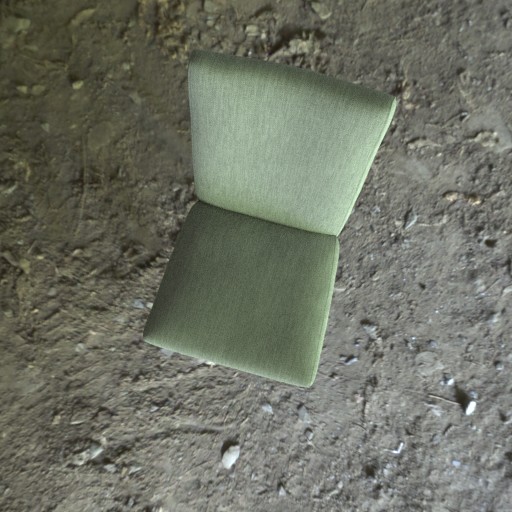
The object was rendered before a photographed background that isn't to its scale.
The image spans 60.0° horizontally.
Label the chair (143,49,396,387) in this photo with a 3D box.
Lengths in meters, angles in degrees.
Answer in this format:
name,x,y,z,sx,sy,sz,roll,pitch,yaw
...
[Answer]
name,x,y,z,sx,sy,sz,roll,pitch,yaw
chair,0.000,0.000,1.260,0.487,0.884,0.629,15,76,4
